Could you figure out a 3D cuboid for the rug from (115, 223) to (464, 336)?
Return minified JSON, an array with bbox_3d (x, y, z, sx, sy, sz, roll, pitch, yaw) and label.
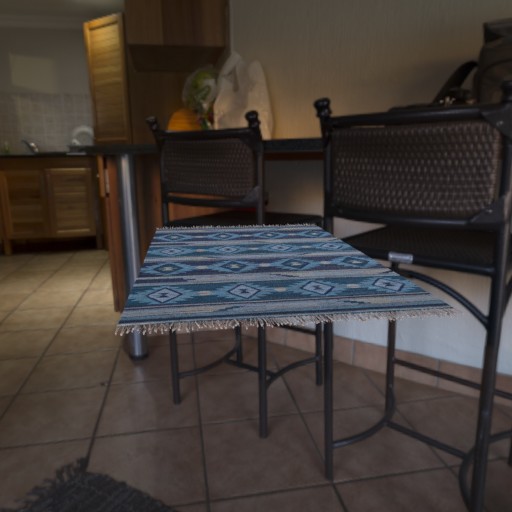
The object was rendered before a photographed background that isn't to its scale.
[{"bbox_3d":[0.000,0.000,2.377,1.181,0.028,1.936,-2,14,-8],"label":"rug"}]
